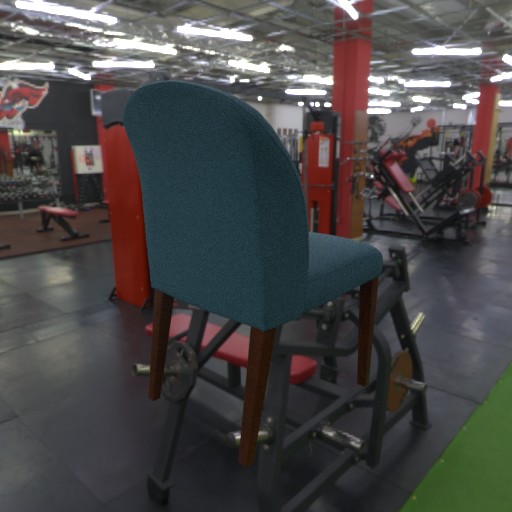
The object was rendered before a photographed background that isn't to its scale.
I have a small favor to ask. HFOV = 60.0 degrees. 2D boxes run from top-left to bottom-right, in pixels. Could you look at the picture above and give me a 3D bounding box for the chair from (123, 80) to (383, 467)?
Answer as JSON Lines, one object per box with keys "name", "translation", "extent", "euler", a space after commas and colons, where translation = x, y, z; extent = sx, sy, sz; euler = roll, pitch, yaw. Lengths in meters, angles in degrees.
{"name": "chair", "translation": [0.000, 0.000, 1.270], "extent": [0.507, 0.879, 0.620], "euler": [13, 19, 43]}
